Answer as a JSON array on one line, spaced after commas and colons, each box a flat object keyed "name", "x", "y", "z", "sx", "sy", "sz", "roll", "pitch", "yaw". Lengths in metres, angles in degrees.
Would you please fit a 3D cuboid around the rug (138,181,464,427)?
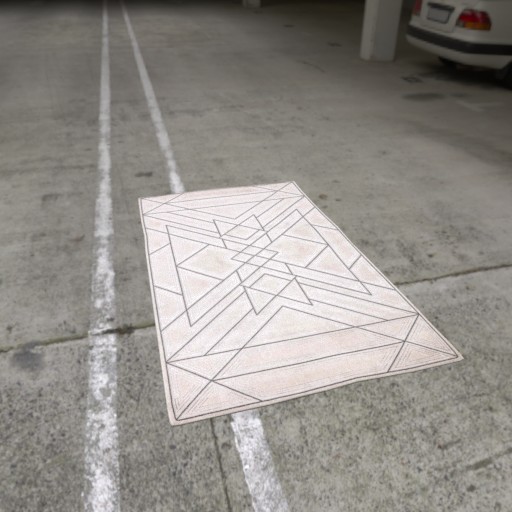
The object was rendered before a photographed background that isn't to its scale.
[{"name": "rug", "x": 0.000, "y": 0.000, "z": 1.069, "sx": 0.511, "sy": 0.008, "sz": 0.869, "roll": -8, "pitch": 32, "yaw": -14}]
